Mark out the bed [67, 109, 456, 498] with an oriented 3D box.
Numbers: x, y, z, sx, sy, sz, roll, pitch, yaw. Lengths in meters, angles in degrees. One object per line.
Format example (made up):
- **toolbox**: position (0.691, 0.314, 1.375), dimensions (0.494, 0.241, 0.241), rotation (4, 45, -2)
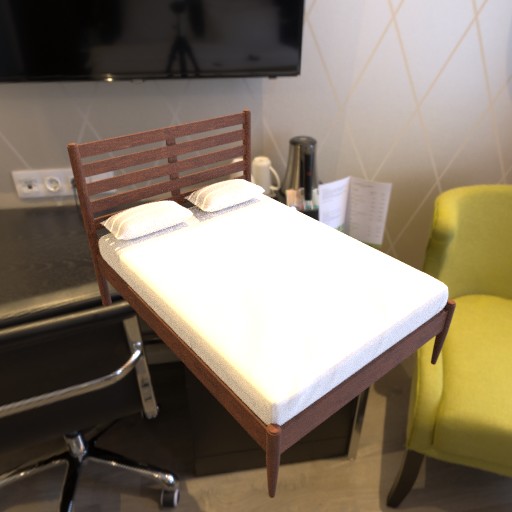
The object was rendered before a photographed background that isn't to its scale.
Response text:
- **bed**: position (0.000, 0.000, 2.942), dimensions (1.509, 1.304, 2.093), rotation (-23, 38, -33)
